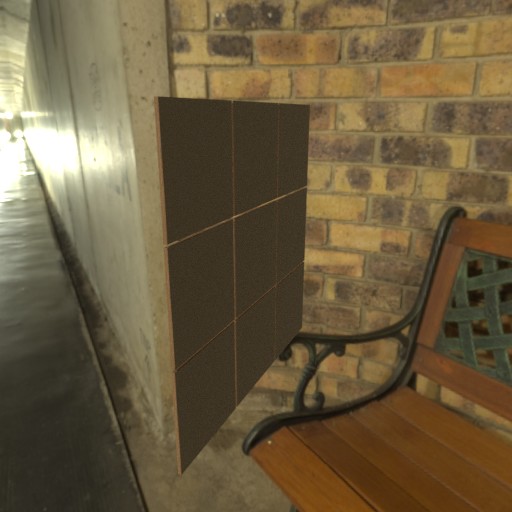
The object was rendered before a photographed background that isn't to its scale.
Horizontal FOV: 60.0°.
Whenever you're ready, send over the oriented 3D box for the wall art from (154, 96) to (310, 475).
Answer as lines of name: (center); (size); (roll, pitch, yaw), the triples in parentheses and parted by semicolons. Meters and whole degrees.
wall art: (0.000, 0.000, 1.397); (0.010, 0.917, 0.919); (8, 20, 24)
